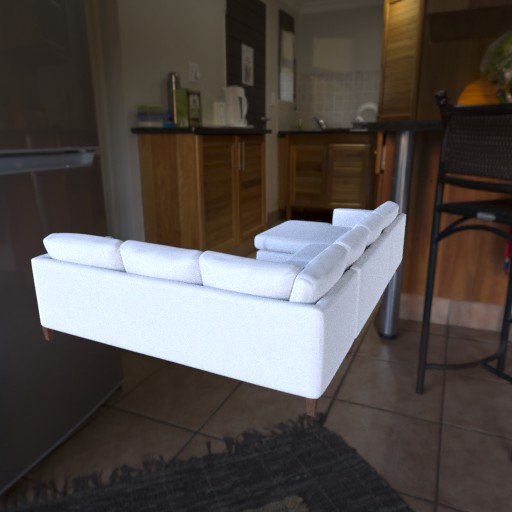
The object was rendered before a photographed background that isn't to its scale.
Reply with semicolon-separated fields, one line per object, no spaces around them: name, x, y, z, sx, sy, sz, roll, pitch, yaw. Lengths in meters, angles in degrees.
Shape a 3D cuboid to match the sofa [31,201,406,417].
sofa;0.000;0.000;4.706;2.593;0.956;3.459;8;18;25
